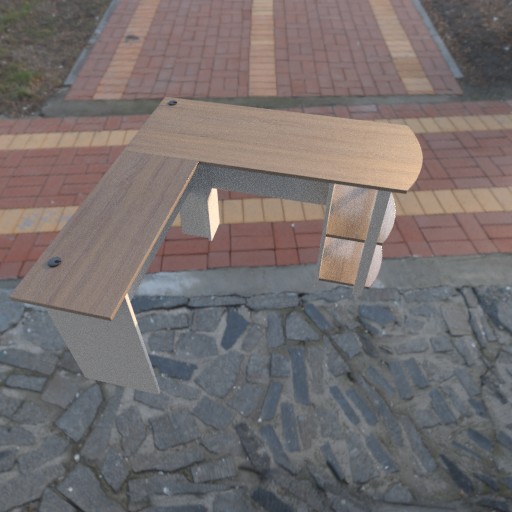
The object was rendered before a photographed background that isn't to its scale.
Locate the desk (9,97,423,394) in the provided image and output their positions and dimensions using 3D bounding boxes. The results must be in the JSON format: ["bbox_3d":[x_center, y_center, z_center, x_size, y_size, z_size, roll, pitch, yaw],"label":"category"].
[{"bbox_3d":[0.000,0.000,2.026,1.303,0.716,1.361,10,48,9],"label":"desk"}]
